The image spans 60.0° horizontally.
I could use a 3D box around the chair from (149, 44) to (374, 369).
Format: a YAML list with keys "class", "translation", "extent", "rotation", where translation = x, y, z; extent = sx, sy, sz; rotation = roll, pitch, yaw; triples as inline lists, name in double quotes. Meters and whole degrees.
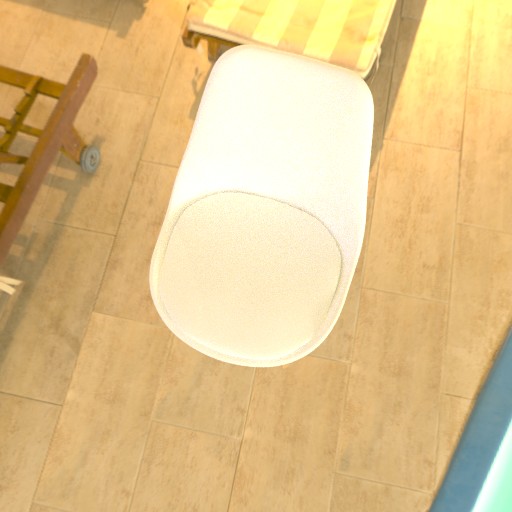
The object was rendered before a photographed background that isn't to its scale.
- class: "chair"
  translation: [0.000, 0.000, 1.135]
  extent: [0.485, 0.849, 0.550]
  rotation: [17, 74, 5]
